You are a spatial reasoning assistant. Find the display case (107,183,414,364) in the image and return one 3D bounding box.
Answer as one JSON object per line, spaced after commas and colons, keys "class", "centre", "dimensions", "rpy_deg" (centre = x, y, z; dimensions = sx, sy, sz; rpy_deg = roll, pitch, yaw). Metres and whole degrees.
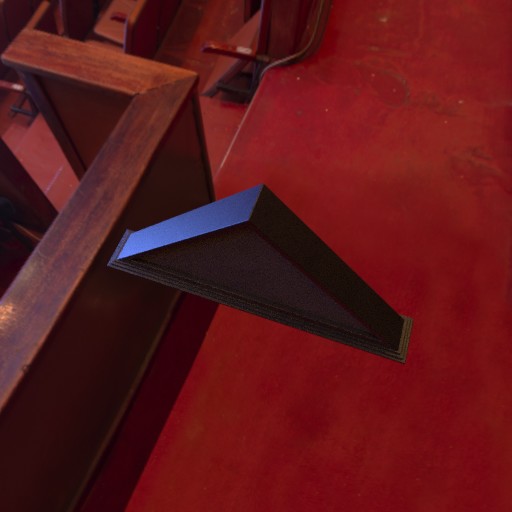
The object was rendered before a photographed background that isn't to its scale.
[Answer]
{"class": "display case", "centre": [0.000, 0.000, 0.773], "dimensions": [0.640, 0.340, 0.095], "rpy_deg": [17, 65, 8]}
